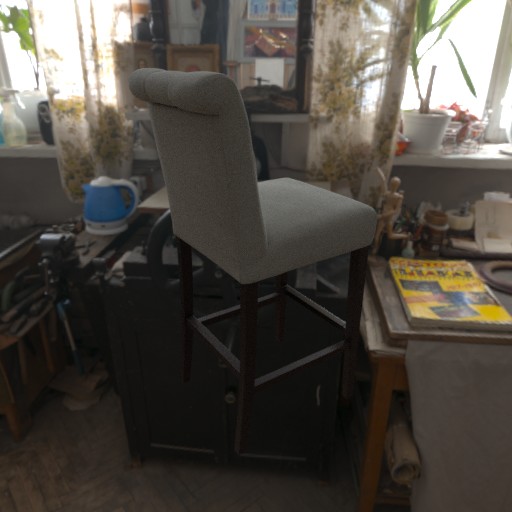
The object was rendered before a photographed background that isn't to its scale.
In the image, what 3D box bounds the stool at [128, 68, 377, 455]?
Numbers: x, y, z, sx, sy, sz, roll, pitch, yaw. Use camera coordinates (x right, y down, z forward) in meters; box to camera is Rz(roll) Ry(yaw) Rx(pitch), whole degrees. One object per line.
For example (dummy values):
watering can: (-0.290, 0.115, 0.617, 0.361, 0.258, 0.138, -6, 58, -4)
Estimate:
stool: (0.000, 0.000, 1.460, 0.601, 1.140, 0.493, -16, 29, -30)
